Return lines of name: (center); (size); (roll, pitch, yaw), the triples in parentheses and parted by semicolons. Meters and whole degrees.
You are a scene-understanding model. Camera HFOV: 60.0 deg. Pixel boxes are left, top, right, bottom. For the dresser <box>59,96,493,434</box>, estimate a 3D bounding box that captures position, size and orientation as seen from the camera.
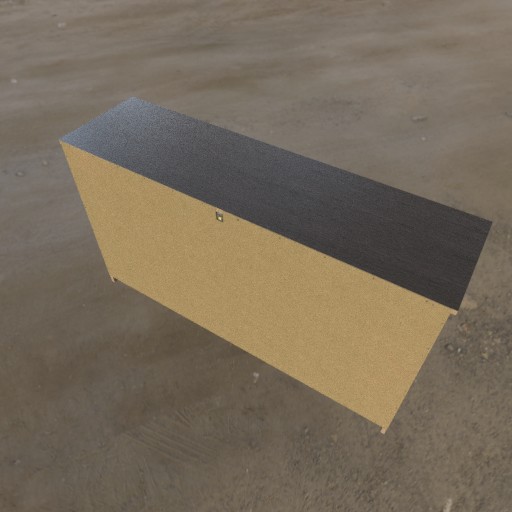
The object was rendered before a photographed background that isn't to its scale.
dresser: (0.000, 0.000, 1.669); (1.360, 0.755, 0.401); (25, 52, 21)
